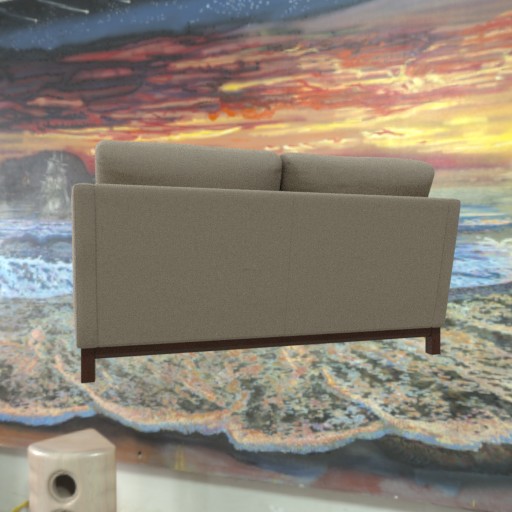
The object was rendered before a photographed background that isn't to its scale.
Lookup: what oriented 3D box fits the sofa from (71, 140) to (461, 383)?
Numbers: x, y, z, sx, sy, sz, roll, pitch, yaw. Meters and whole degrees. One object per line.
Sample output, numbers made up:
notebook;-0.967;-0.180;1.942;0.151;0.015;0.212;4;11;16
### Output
sofa;0.000;0.000;2.190;1.619;0.910;1.004;0;1;-17
